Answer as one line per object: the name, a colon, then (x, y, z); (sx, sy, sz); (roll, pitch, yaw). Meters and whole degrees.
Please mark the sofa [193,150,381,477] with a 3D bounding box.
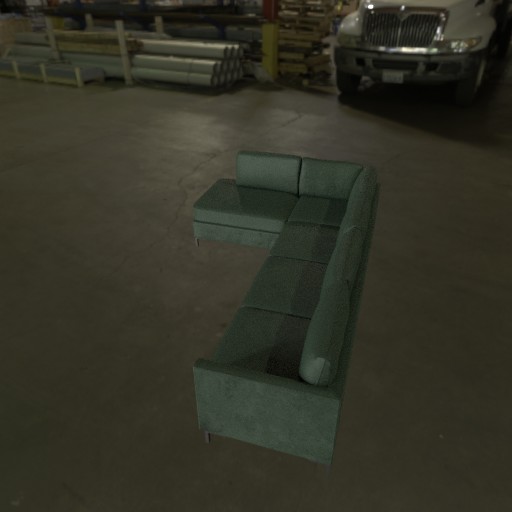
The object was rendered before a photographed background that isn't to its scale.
sofa: (0.000, 0.000, 4.229); (2.048, 0.996, 3.384); (9, 33, 15)
